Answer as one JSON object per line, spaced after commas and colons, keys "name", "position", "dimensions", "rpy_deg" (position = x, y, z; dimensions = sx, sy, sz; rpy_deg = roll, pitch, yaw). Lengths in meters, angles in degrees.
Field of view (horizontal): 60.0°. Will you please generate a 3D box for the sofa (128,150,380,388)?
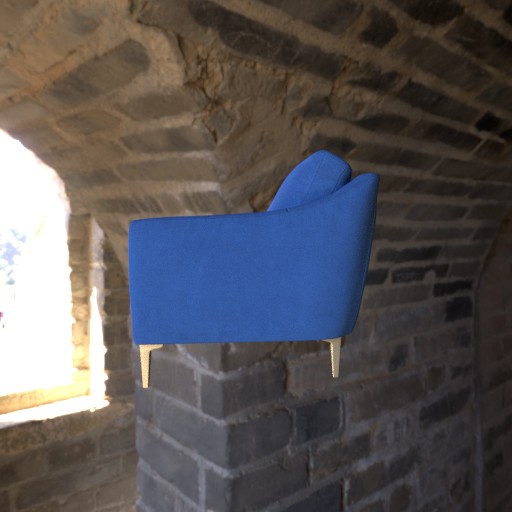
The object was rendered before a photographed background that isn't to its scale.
{"name": "sofa", "position": [0.000, 0.000, 2.571], "dimensions": [0.960, 0.903, 2.036], "rpy_deg": [0, 2, -1]}
